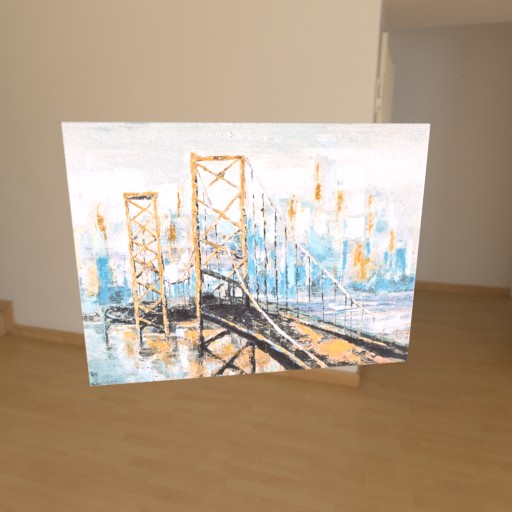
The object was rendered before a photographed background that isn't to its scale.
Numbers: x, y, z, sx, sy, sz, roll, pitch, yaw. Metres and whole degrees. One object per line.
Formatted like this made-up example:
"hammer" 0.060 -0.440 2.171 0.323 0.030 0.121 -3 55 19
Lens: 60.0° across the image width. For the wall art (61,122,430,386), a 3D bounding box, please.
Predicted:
"wall art" 0.000 0.000 1.323 1.016 0.762 0.038 -2 15 -8
